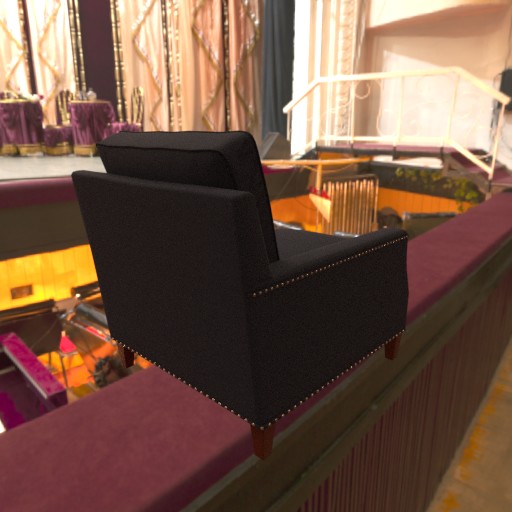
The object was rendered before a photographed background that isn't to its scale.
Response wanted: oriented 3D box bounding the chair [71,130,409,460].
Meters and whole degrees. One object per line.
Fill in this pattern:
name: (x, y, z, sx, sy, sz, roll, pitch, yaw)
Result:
chair: (0.000, 0.000, 1.722, 0.853, 0.943, 1.014, 15, 22, 41)
